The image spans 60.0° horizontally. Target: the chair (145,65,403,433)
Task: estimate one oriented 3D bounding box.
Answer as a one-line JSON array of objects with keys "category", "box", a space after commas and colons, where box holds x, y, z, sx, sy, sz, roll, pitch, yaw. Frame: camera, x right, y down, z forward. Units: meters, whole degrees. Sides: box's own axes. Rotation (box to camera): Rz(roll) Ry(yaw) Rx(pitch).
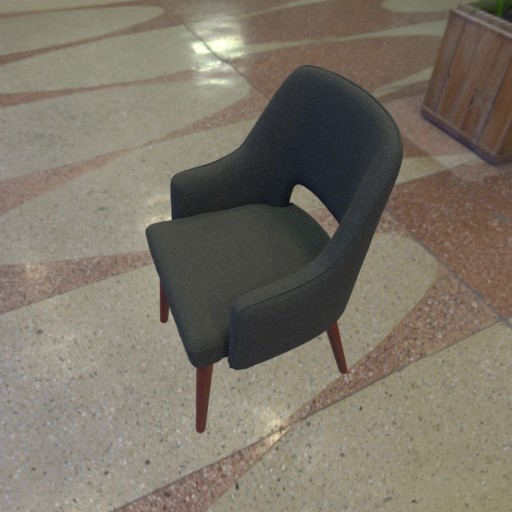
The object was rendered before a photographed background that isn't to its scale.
[{"category": "chair", "box": [0.000, 0.000, 1.214, 0.560, 0.838, 0.559, -17, 48, -16]}]
